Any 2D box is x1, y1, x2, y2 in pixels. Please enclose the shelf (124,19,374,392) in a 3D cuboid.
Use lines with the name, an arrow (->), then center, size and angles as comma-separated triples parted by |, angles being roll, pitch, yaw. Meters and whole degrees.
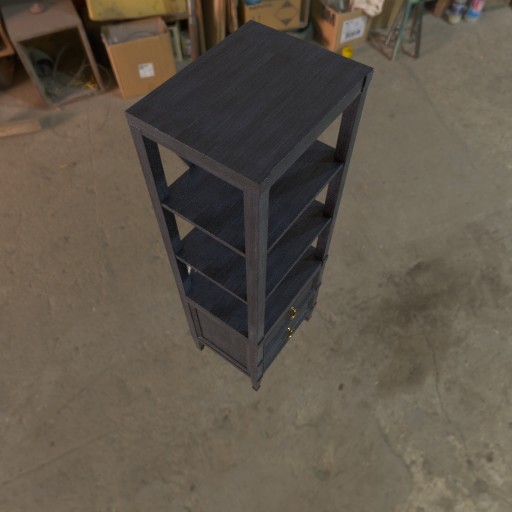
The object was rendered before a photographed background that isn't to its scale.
shelf -> 0.000, 0.000, 1.992 | 0.472, 1.727, 0.584 | 31, 62, 19
